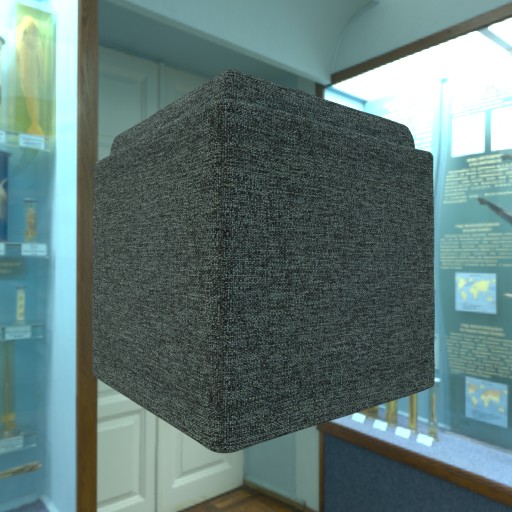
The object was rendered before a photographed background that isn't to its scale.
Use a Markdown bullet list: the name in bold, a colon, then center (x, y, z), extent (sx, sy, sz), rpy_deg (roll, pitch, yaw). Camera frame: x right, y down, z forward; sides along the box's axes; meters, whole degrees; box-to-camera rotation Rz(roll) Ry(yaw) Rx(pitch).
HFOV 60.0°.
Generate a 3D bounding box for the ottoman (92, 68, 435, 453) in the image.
- **ottoman**: center (0.000, 0.000, 0.793), extent (0.450, 0.463, 0.450), rpy_deg (1, -1, -38)
